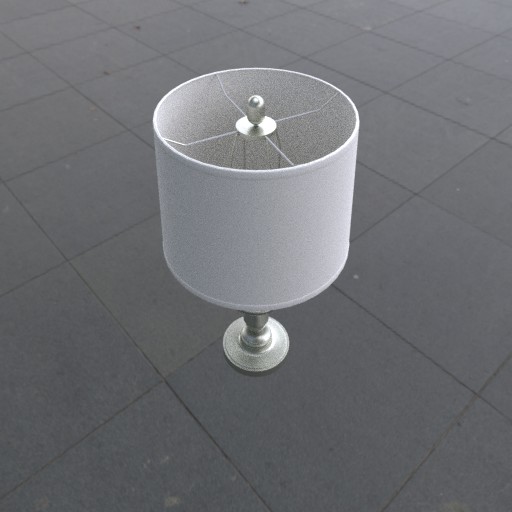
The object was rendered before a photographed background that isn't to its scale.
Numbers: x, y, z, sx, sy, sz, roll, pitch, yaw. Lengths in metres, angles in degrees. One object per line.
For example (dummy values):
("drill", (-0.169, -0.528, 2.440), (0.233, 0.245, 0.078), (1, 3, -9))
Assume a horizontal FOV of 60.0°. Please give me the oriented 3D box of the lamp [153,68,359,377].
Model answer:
("lamp", (0.000, 0.000, 0.967), (0.383, 0.733, 0.383), (0, 46, 0))
